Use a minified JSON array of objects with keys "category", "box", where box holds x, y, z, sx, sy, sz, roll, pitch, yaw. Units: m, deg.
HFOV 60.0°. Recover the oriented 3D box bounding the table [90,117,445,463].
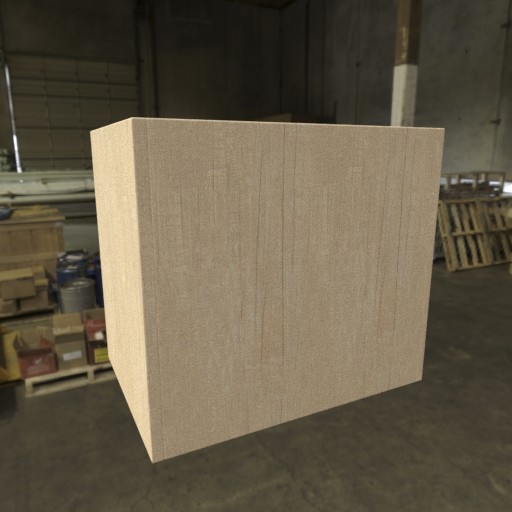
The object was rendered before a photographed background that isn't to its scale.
[{"category":"table","box":[0.000,0.000,0.931,0.570,0.510,0.420,-7,15,-26]}]
